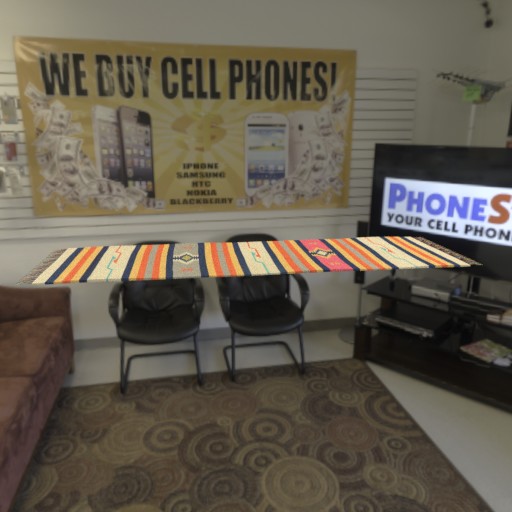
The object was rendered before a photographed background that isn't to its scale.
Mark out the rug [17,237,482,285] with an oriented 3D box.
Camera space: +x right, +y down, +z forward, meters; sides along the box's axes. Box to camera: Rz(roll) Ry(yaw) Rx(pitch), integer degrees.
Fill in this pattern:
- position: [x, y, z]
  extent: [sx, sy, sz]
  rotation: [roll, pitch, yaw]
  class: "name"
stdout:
- position: [0.000, 0.000, 2.628]
  extent: [2.455, 0.017, 0.695]
  rotation: [-2, 16, -8]
  class: "rug"
